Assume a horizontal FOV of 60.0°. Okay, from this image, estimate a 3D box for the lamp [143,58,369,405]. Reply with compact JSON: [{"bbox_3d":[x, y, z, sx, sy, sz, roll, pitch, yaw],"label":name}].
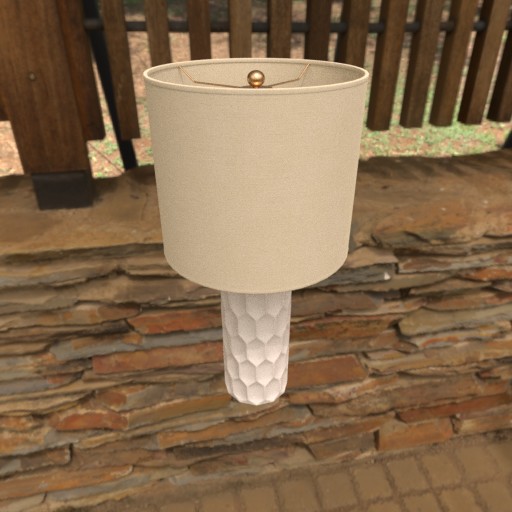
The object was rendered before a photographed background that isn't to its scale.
[{"bbox_3d":[0.000,0.000,0.688,0.277,0.537,0.277,-8,31,-14],"label":"lamp"}]
